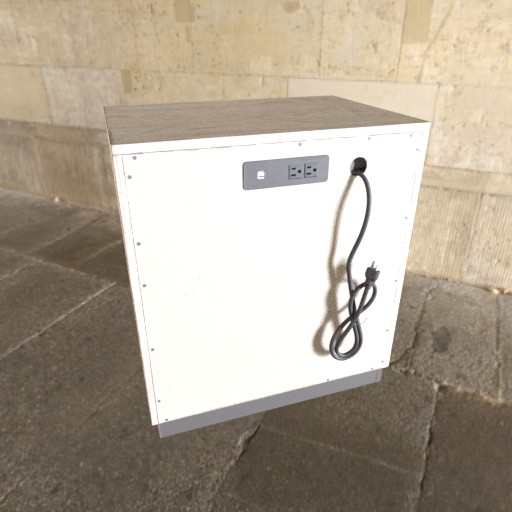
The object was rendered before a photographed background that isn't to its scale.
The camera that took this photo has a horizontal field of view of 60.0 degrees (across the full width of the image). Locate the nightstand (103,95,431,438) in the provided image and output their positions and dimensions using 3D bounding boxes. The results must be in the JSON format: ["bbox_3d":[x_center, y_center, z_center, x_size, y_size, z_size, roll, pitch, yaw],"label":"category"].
[{"bbox_3d":[0.000,0.000,1.097,0.612,0.673,0.483,-9,28,-16],"label":"nightstand"}]
